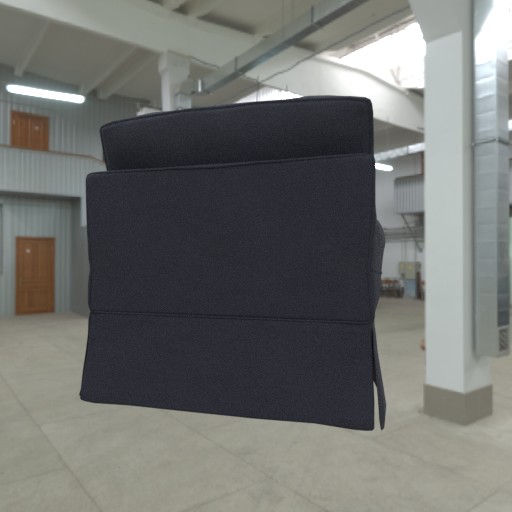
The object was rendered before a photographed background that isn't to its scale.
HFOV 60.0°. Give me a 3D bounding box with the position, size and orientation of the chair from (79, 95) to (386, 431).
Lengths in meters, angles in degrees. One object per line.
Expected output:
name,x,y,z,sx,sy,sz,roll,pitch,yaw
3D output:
chair,0.000,0.000,1.971,1.119,1.140,1.002,0,-1,17
